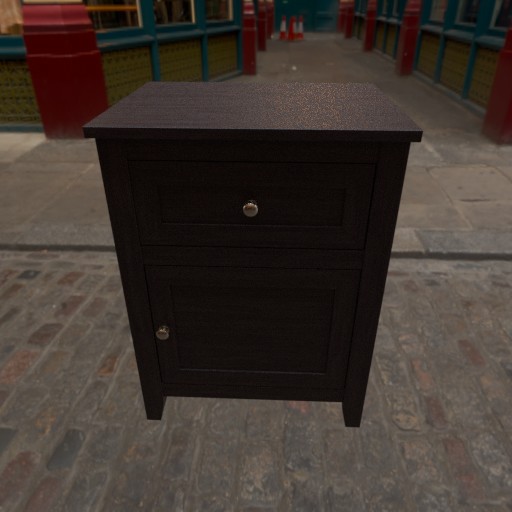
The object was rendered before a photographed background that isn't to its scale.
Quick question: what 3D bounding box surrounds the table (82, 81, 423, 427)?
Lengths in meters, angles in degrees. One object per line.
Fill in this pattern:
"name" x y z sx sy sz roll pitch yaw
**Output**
"table" 0.000 0.000 0.943 0.480 0.635 0.381 1 31 2
